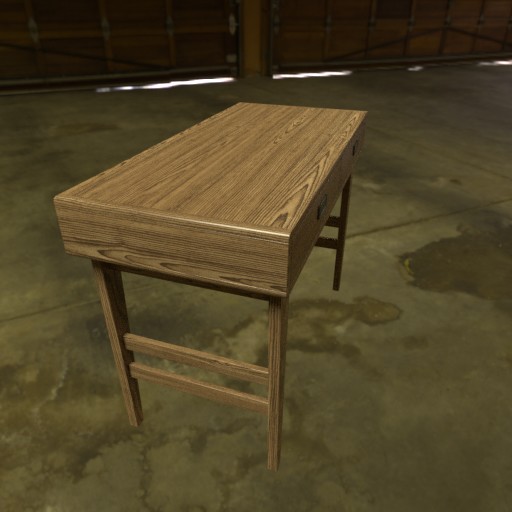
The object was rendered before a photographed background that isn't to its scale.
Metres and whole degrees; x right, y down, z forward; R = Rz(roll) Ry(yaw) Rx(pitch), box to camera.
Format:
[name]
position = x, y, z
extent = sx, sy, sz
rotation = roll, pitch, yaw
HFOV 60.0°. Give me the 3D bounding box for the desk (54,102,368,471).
[desk]
position = 0.000, 0.000, 1.459
extent = 0.508, 0.755, 1.067
rotation = 10, 31, 17
